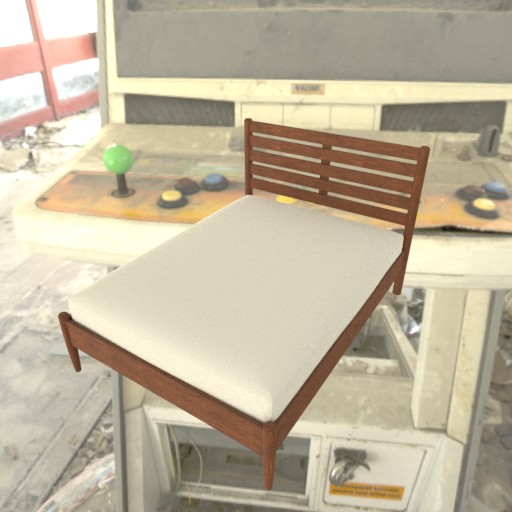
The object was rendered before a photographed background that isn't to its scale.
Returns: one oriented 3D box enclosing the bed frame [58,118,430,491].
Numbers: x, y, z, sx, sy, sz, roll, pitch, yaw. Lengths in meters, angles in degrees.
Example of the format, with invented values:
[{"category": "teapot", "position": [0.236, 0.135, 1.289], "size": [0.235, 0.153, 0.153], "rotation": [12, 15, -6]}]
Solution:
[{"category": "bed frame", "position": [0.000, 0.000, 3.207], "size": [1.655, 1.321, 2.234], "rotation": [18, 35, 28]}]
